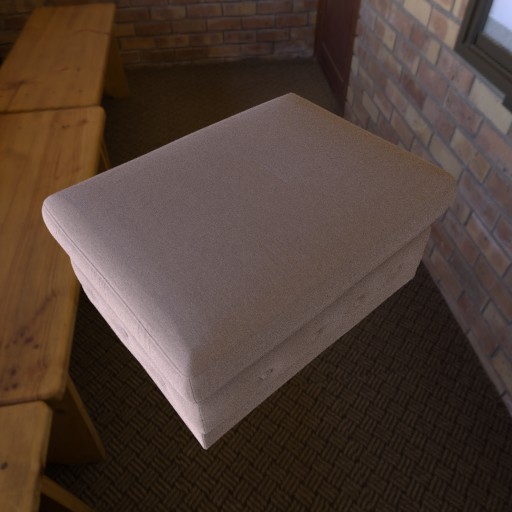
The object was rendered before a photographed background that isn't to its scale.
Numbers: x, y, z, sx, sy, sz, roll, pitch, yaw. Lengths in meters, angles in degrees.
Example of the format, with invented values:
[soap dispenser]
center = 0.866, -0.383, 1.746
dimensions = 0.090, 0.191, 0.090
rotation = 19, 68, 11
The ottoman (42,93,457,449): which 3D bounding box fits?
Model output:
[ottoman]
center = 0.000, 0.000, 1.116
dimensions = 0.771, 0.500, 0.569
rotation = -32, 54, -27
